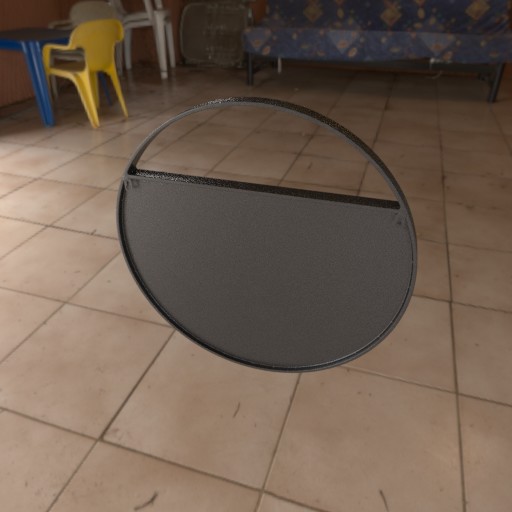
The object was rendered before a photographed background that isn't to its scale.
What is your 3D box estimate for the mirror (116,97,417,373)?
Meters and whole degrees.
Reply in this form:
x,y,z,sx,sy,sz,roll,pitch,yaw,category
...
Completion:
x,y,z,sx,sy,sz,roll,pitch,yaw,category
0.000,0.000,0.826,0.565,0.565,0.032,9,34,14,mirror
